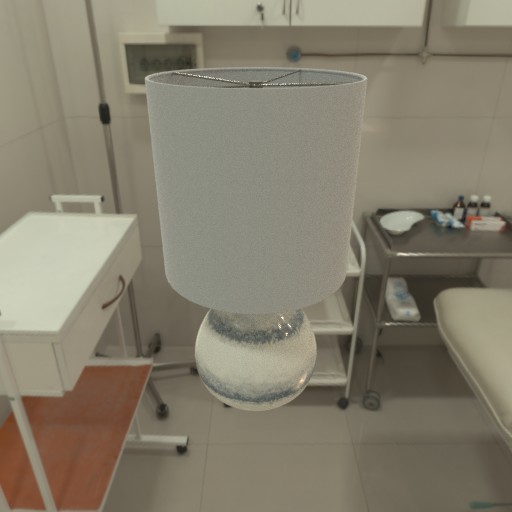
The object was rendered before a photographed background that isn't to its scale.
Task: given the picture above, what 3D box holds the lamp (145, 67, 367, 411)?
[{"bbox_3d":[0.000,0.000,0.533,0.216,0.404,0.216,0,27,0],"label":"lamp"}]
